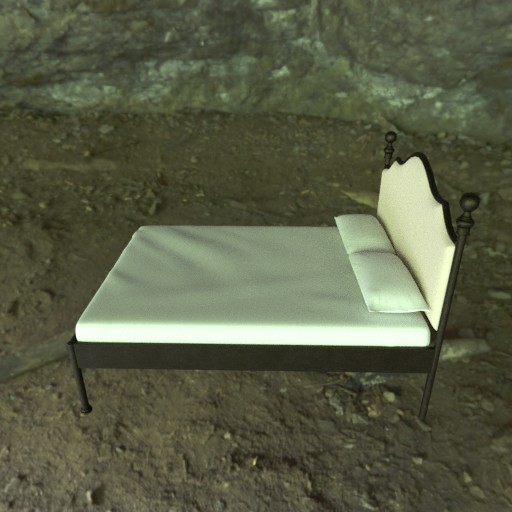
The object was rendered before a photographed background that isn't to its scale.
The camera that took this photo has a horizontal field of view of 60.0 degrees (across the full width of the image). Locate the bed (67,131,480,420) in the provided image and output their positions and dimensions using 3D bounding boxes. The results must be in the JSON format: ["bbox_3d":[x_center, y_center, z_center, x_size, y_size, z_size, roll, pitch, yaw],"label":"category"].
[{"bbox_3d":[0.000,0.000,3.200,2.224,1.499,1.642,1,26,1],"label":"bed"}]
